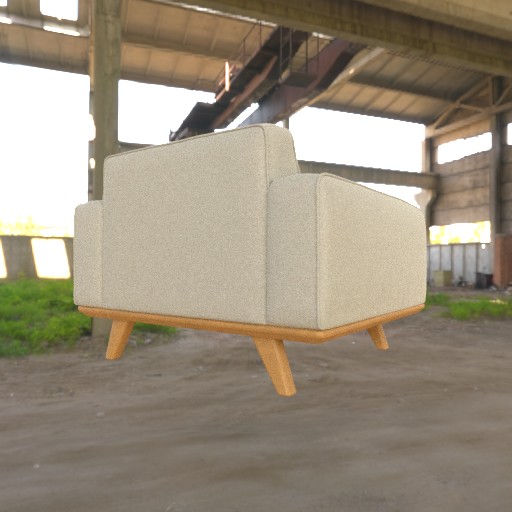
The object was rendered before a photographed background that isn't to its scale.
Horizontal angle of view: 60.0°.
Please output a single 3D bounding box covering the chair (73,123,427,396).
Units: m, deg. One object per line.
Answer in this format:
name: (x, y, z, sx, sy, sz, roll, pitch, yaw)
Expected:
chair: (0.000, 0.000, 1.777, 1.115, 0.779, 0.953, 0, -1, 35)
